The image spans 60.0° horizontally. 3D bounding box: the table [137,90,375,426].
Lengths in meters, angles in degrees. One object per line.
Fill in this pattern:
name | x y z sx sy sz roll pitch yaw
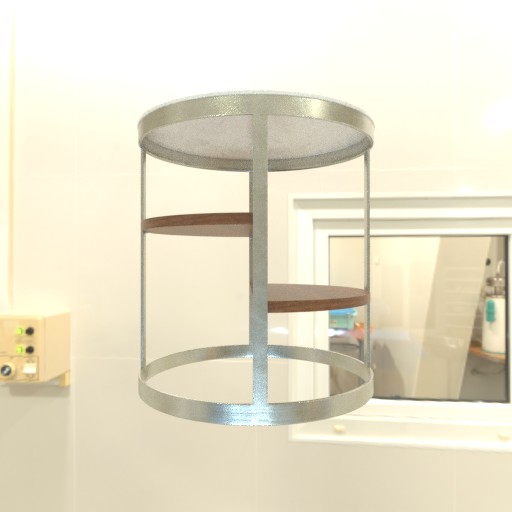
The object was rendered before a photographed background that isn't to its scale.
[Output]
table | 0.000 0.000 0.784 0.407 0.447 0.407 0 0 0
